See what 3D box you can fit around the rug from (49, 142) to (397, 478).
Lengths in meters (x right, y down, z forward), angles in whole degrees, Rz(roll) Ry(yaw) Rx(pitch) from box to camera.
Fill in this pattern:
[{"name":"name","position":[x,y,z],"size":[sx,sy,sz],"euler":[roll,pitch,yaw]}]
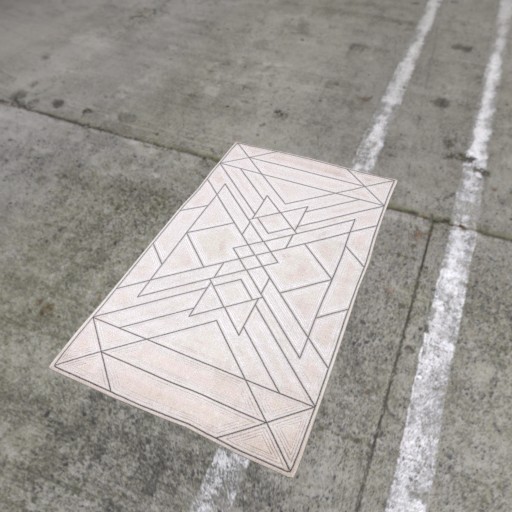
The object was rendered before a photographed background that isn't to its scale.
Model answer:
[{"name":"rug","position":[0.000,0.000,1.066],"size":[0.511,0.008,0.869],"euler":[18,49,16]}]
